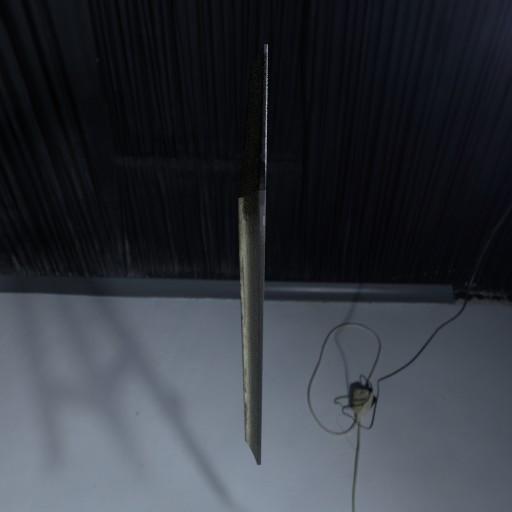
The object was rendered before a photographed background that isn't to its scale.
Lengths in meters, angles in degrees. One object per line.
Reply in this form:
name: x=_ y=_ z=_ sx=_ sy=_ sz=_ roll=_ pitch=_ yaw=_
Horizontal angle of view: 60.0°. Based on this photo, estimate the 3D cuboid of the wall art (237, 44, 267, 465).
wall art: x=0.000 y=0.000 z=0.626 sx=0.023 sy=0.457 sz=0.381 roll=1 pitch=41 yaw=1
